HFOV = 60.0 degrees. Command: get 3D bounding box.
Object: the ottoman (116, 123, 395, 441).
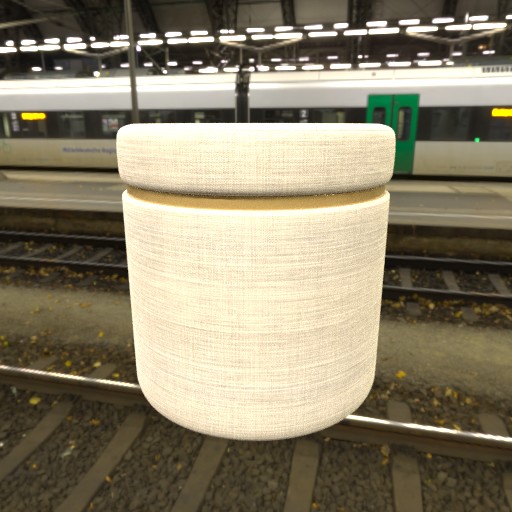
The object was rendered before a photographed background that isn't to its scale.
[{"bbox_3d":[0.000,0.000,0.712,0.400,0.406,0.400,0,16,0],"label":"ottoman"}]
